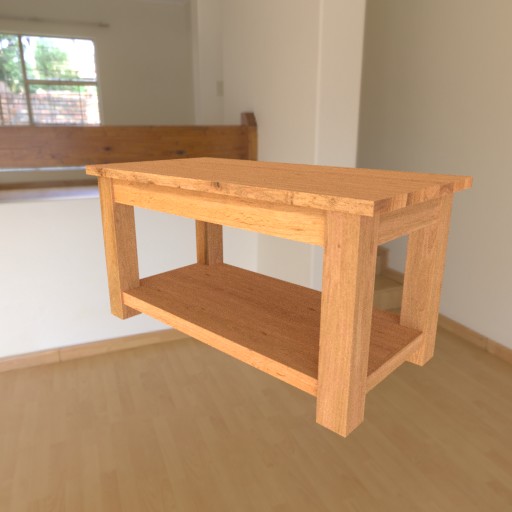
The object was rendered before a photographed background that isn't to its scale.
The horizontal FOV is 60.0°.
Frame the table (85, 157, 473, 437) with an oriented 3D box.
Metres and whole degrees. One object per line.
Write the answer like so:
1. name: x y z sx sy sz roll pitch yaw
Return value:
1. table: 0.000 0.000 1.184 0.899 0.452 0.450 15 22 41
